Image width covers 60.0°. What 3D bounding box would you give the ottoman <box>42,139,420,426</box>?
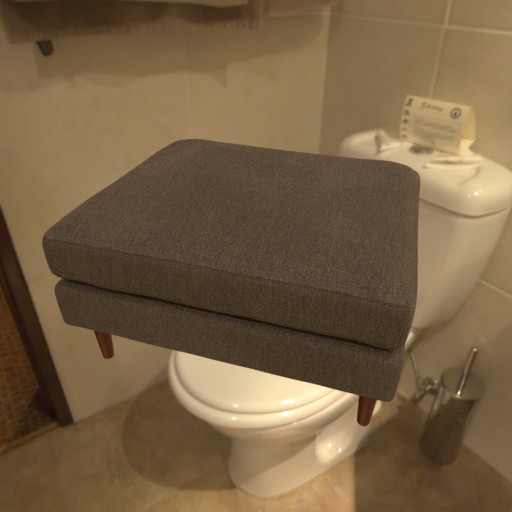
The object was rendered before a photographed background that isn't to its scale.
[{"bbox_3d":[0.000,0.000,1.249,0.821,0.474,0.693,10,34,15],"label":"ottoman"}]
